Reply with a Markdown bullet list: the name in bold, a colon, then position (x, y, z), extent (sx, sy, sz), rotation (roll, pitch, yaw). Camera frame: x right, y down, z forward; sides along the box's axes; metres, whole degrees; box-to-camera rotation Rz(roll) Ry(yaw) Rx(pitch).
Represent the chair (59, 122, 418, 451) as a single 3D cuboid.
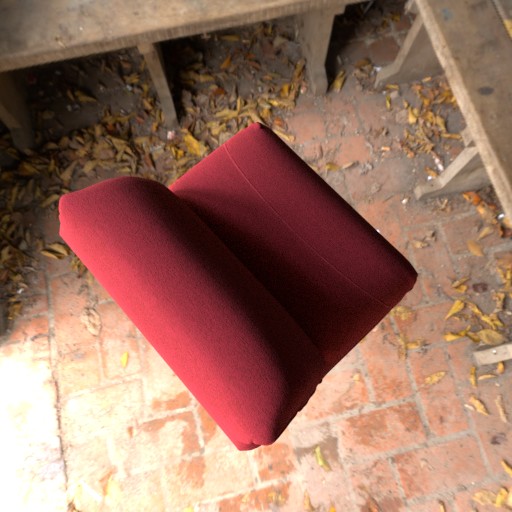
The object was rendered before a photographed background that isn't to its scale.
- **chair**: position (0.000, 0.000, 1.374), extent (0.780, 0.580, 0.820), rotation (-41, 78, -11)
